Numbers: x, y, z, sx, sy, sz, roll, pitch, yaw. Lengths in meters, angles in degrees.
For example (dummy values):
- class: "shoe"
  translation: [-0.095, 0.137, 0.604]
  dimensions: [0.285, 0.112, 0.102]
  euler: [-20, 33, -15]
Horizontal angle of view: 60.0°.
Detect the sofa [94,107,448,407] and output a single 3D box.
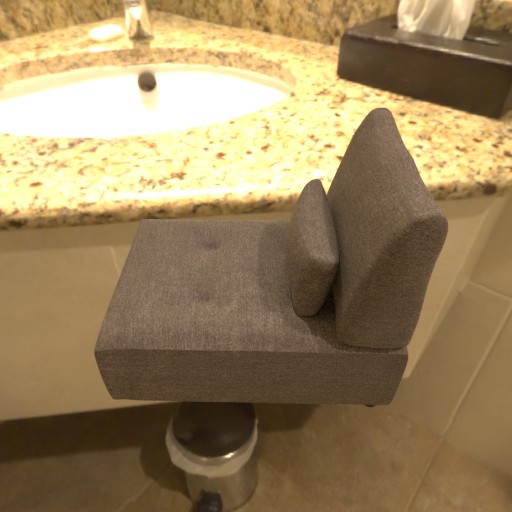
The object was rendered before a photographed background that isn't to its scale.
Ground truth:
- class: "sofa"
  translation: [0.000, 0.000, 1.559]
  dimensions: [1.000, 0.820, 0.700]
  euler: [1, 41, 1]
